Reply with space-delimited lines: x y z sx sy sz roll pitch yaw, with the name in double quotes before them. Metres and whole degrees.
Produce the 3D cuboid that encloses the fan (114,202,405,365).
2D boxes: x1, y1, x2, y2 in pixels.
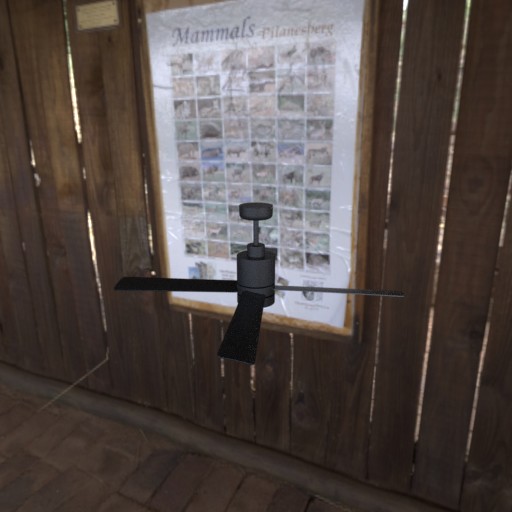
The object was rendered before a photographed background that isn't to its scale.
"fan" 0.000 0.000 2.310 1.525 0.534 1.525 2 17 6
